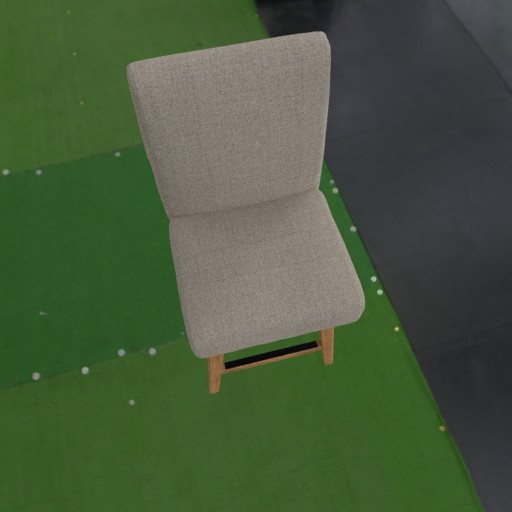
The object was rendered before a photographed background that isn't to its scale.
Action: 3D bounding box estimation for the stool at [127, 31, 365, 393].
[{"bbox_3d":[0.000,0.000,1.262,0.459,1.010,0.526,-12,65,-6],"label":"stool"}]
